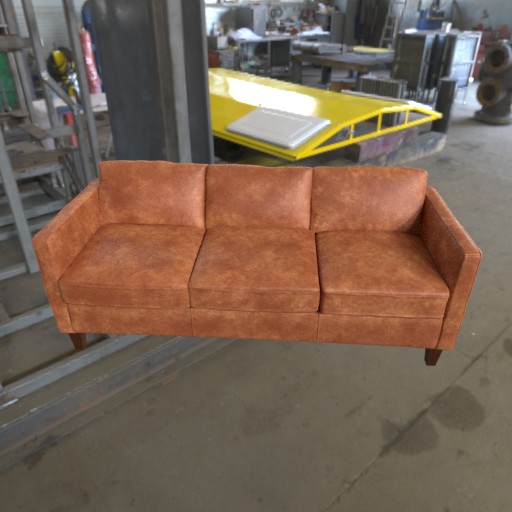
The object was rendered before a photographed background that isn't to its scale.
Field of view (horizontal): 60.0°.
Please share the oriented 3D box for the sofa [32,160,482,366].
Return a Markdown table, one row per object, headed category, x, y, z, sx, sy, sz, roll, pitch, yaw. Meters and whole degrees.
| category | x | y | z | sx | sy | sz | roll | pitch | yaw |
| --- | --- | --- | --- | --- | --- | --- | --- | --- | --- |
| sofa | 0.000 | 0.000 | 2.918 | 2.464 | 1.006 | 1.045 | 2 | 31 | 3 |
